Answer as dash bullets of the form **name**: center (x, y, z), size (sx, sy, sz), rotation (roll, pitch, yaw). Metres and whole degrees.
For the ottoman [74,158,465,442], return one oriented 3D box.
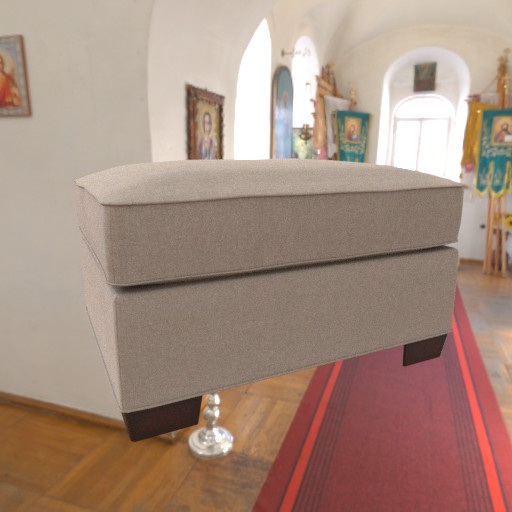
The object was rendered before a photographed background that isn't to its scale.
- **ottoman**: center (0.000, 0.000, 1.188), size (0.846, 0.503, 0.617), rotation (-7, 15, -25)
